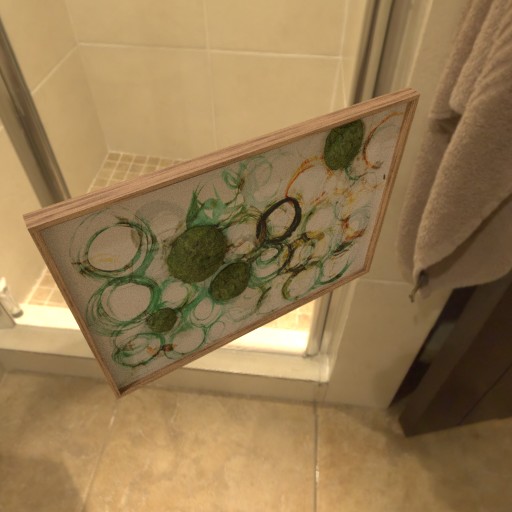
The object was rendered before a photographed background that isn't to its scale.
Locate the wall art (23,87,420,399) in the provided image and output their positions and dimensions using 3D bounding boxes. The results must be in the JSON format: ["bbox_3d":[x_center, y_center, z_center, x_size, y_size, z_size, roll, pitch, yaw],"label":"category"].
[{"bbox_3d":[0.000,0.000,1.067,0.841,0.609,0.063,-24,52,-20],"label":"wall art"}]
